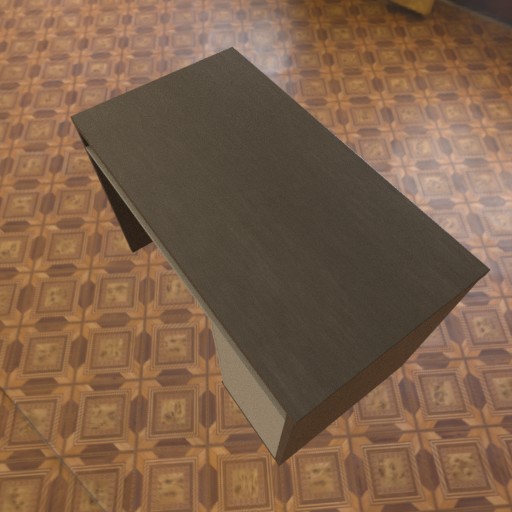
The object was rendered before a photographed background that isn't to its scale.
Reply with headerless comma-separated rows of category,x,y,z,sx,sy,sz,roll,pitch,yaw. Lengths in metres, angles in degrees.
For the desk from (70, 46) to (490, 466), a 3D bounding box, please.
desk,0.000,0.000,1.528,0.600,0.750,1.100,-32,64,-18
